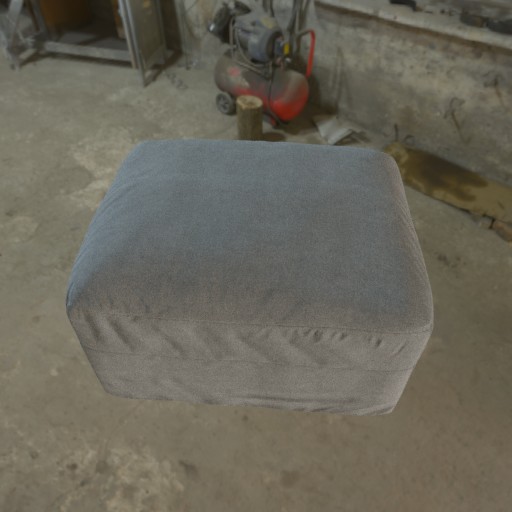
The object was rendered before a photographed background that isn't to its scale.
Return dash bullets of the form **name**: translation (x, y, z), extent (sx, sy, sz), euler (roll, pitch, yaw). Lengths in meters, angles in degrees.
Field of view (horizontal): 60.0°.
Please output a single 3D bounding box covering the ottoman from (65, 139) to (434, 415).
- **ottoman**: translation (0.000, 0.000, 1.245), extent (0.837, 0.481, 0.683), euler (3, 46, 3)
